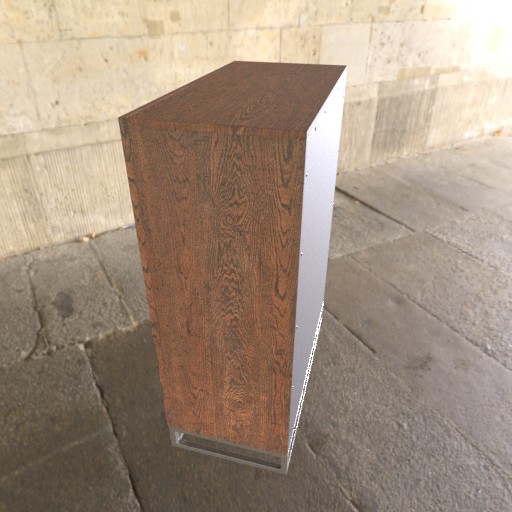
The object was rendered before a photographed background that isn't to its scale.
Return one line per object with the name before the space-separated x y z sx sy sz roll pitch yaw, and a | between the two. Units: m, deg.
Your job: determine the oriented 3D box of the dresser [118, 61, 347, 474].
dresser | 0.000 0.000 1.803 0.508 1.321 0.965 8 33 13
